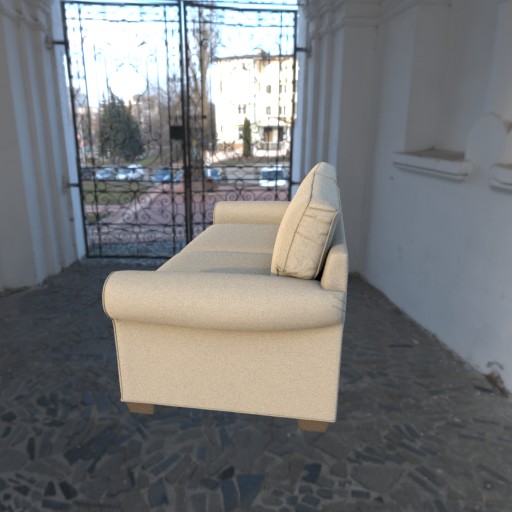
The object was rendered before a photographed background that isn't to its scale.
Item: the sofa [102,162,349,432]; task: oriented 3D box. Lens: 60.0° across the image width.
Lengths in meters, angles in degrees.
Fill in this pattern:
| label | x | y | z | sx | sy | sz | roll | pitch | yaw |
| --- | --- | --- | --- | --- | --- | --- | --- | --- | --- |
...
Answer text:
| label | x | y | z | sx | sy | sz | roll | pitch | yaw |
| --- | --- | --- | --- | --- | --- | --- | --- | --- | --- |
| sofa | 0.000 | 0.000 | 2.510 | 0.940 | 0.952 | 1.930 | 3 | 17 | 9 |
